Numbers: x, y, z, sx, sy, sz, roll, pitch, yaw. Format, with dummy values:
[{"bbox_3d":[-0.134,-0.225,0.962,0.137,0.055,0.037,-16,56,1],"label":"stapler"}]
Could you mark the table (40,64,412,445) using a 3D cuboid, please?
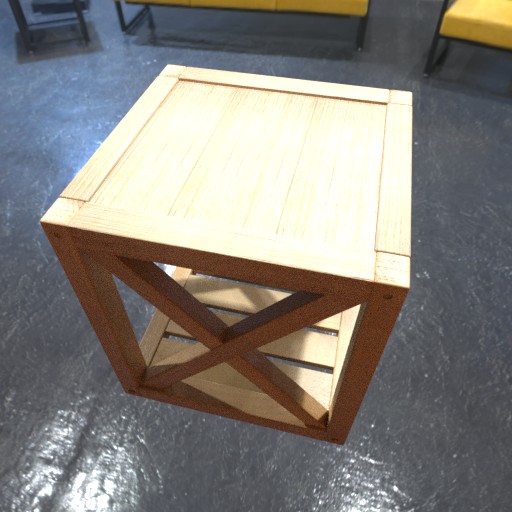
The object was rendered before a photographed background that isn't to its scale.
[{"bbox_3d":[0.000,0.000,1.042,0.559,0.610,0.558,10,49,9],"label":"table"}]
